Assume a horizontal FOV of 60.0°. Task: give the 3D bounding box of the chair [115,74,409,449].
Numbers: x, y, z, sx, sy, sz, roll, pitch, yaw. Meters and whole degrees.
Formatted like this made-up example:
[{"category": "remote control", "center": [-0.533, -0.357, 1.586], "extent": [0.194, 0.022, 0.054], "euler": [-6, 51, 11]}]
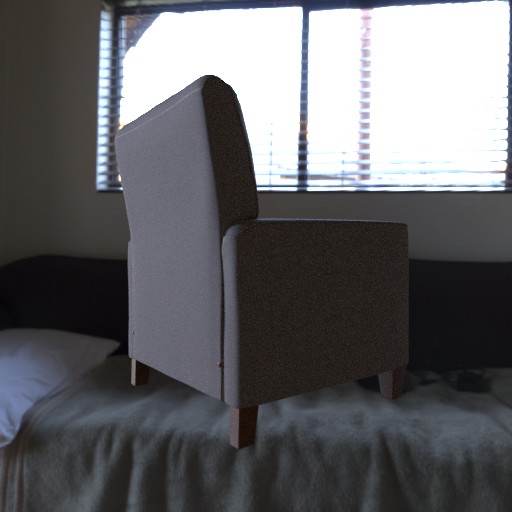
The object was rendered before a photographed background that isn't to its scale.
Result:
[{"category": "chair", "center": [0.000, 0.000, 1.673], "extent": [0.859, 1.023, 0.845], "euler": [0, 0, -37]}]
